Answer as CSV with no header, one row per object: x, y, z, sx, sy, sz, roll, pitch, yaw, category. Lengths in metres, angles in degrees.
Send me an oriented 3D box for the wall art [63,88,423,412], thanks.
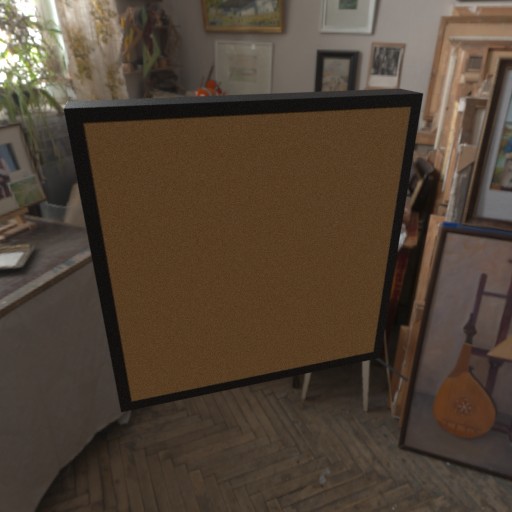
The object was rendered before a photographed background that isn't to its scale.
0.000,0.000,0.446,0.304,0.304,0.038,-8,28,-15,wall art
